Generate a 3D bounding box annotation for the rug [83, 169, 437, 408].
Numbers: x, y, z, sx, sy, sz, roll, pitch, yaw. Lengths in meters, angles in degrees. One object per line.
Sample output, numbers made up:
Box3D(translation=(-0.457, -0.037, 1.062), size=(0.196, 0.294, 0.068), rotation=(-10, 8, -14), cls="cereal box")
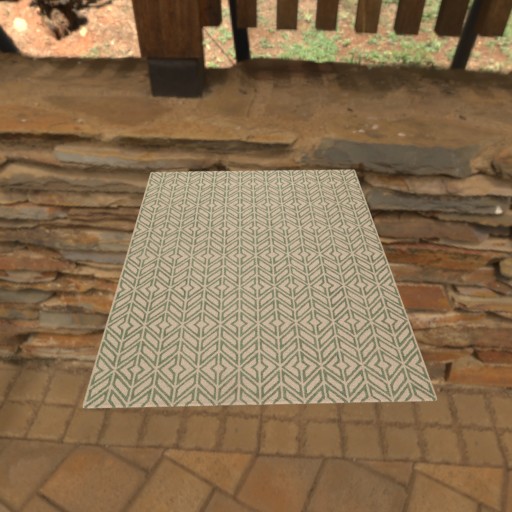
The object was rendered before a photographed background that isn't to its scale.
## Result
Box3D(translation=(0.000, 0.000, 4.172), size=(2.441, 0.017, 3.050), rotation=(-1, 42, -1), cls="rug")
